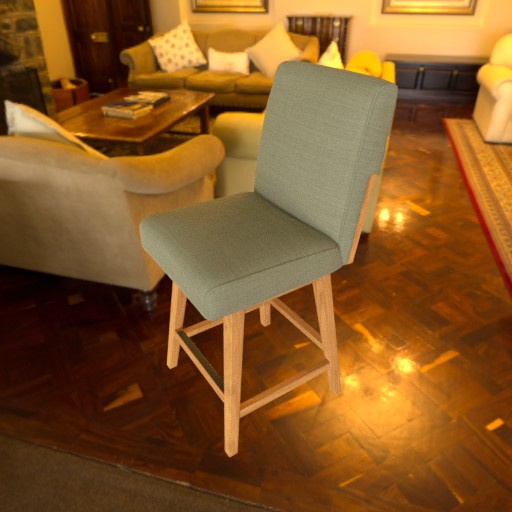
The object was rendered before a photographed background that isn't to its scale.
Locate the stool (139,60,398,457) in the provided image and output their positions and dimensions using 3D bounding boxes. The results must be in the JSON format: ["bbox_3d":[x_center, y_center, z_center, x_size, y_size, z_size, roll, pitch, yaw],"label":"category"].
[{"bbox_3d":[0.000,0.000,1.340,0.570,1.019,0.459,-19,37,-28],"label":"stool"}]
